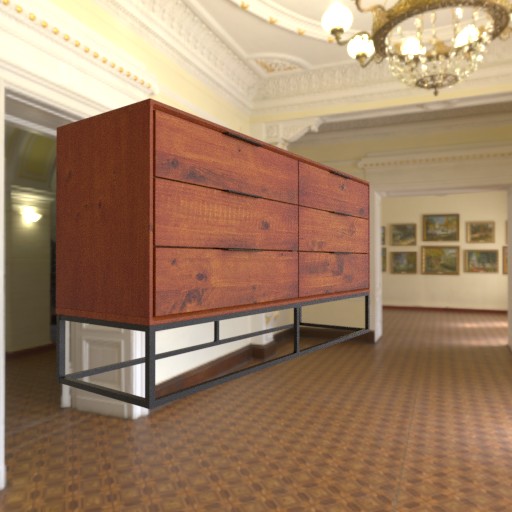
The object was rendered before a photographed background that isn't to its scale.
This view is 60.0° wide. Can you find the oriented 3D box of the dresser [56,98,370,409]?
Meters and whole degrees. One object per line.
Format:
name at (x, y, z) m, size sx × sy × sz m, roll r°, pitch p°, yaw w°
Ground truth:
dresser at (0.000, 0.000, 1.897) m, size 0.464 × 0.810 × 1.536 m, roll 0°, pitch -1°, yaw 36°
